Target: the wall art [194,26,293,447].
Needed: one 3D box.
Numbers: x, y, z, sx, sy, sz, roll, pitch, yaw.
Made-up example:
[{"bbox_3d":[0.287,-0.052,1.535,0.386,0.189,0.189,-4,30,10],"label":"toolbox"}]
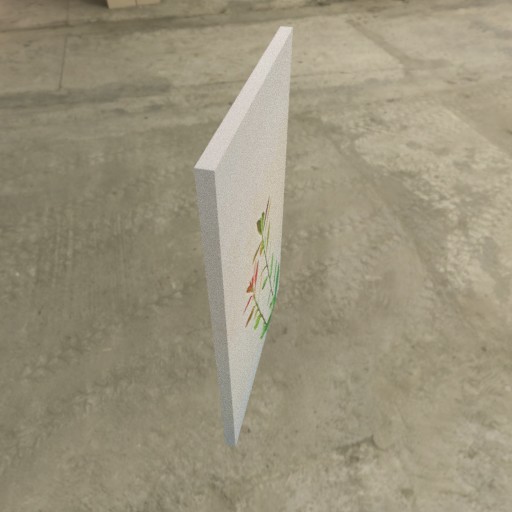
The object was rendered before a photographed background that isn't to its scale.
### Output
[{"bbox_3d":[0.000,0.000,1.426,0.038,1.143,0.764,10,45,10],"label":"wall art"}]
